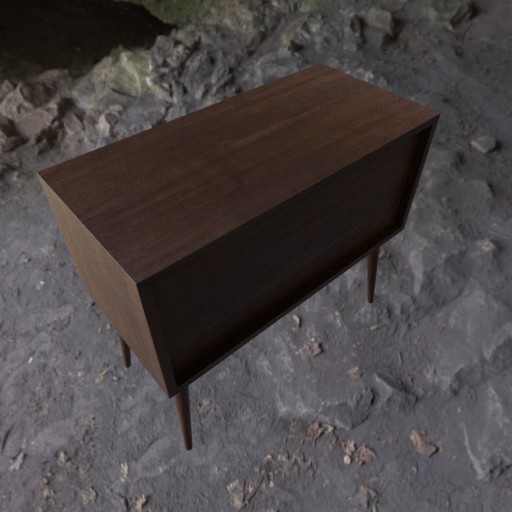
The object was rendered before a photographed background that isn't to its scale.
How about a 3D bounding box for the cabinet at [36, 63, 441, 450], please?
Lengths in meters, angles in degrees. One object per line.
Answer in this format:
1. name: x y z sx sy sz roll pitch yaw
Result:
1. cabinet: 0.000 0.000 1.109 0.743 0.654 0.354 -32 53 -27
